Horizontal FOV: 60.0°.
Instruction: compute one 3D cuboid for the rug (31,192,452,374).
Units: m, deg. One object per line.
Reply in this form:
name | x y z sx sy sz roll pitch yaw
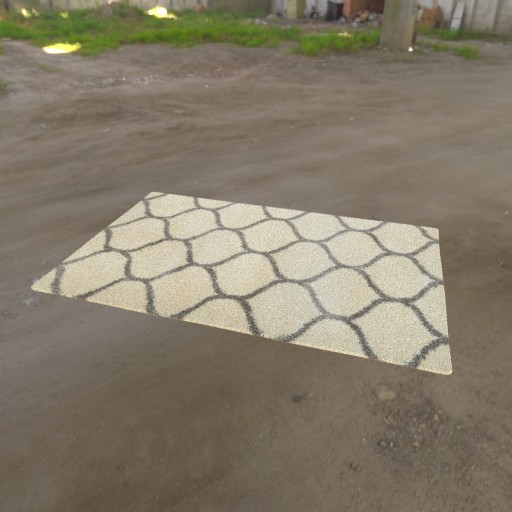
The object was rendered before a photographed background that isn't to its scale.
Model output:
rug | 0.000 0.000 2.945 2.348 0.024 1.501 9 32 14
